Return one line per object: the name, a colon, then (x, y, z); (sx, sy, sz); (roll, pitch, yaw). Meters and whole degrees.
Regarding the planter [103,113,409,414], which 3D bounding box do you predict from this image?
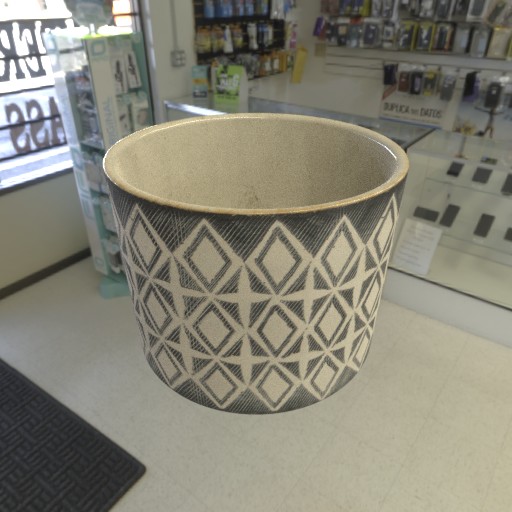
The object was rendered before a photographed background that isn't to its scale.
planter: (0.000, 0.000, 0.332); (0.192, 0.165, 0.192); (0, 31, 0)
